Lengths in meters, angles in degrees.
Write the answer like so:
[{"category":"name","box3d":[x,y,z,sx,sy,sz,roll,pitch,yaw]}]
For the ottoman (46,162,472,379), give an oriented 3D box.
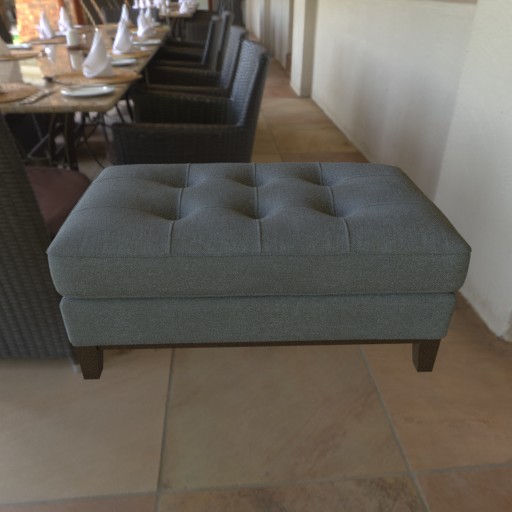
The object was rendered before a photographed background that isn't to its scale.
[{"category":"ottoman","box3d":[0.000,0.000,1.507,1.143,0.514,0.648,-1,31,-1]}]
